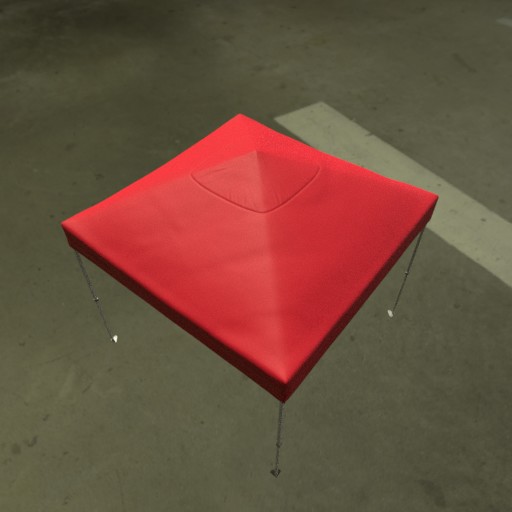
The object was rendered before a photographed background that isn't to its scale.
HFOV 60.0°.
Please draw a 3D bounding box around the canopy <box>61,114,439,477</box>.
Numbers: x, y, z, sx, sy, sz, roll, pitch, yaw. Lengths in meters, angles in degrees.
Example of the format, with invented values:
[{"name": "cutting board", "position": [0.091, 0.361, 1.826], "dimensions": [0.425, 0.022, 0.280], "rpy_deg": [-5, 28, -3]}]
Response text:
[{"name": "canopy", "position": [0.000, 0.000, 5.424], "dimensions": [2.996, 2.997, 2.998], "rpy_deg": [30, 53, 25]}]
